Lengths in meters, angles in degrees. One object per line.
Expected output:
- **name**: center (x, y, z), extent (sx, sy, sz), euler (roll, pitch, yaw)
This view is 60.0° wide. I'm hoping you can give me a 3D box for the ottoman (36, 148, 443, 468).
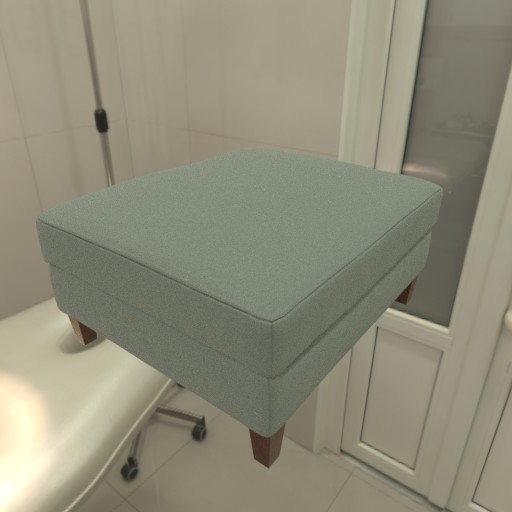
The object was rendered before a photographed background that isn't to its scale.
- **ottoman**: center (0.000, 0.000, 1.424), extent (0.842, 0.494, 0.991), euler (19, 33, 33)
